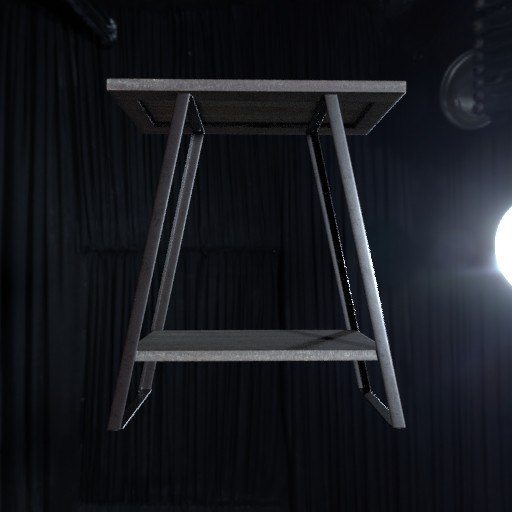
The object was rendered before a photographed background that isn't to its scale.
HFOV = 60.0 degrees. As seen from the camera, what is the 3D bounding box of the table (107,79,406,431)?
[{"bbox_3d":[0.000,0.000,1.030,0.599,0.701,0.300,0,-1,-1],"label":"table"}]
